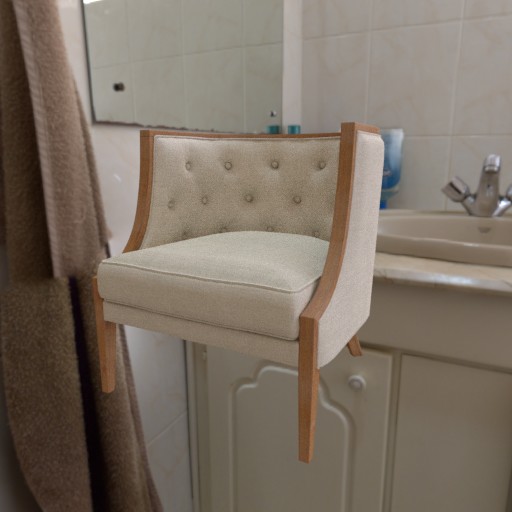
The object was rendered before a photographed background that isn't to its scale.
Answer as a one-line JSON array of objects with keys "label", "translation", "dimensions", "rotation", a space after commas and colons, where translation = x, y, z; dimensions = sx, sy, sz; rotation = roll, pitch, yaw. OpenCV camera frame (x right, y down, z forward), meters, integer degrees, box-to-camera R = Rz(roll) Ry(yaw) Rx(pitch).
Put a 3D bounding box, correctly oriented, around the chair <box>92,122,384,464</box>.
[{"label": "chair", "translation": [0.000, 0.000, 1.405], "dimensions": [0.711, 0.775, 0.757], "rotation": [7, 14, 28]}]
